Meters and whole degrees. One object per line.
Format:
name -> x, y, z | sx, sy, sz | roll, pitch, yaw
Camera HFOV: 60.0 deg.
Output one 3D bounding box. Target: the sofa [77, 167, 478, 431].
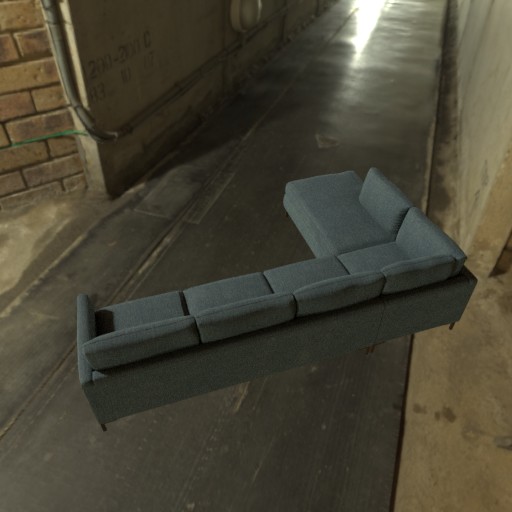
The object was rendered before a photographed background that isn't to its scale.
sofa -> 0.000, 0.000, 3.843 | 2.949, 0.815, 2.007 | -12, 43, -14
